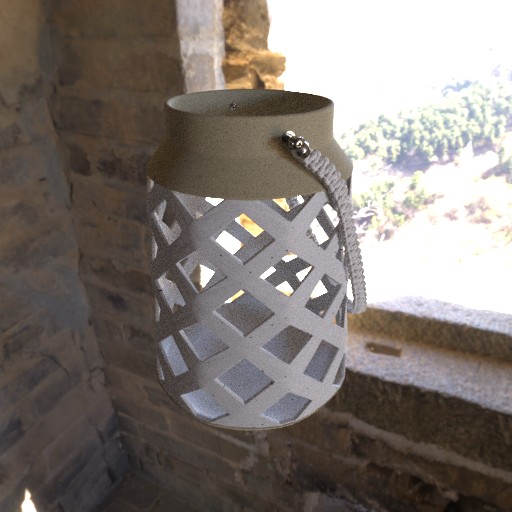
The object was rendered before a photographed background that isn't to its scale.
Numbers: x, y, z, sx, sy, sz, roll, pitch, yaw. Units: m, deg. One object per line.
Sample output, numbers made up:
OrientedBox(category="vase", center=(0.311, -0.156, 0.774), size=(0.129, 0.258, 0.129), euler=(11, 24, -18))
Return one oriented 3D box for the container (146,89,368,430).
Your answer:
OrientedBox(category="container", center=(0.000, 0.000, 0.393), size=(0.198, 0.264, 0.188), euler=(-10, 30, -17))
